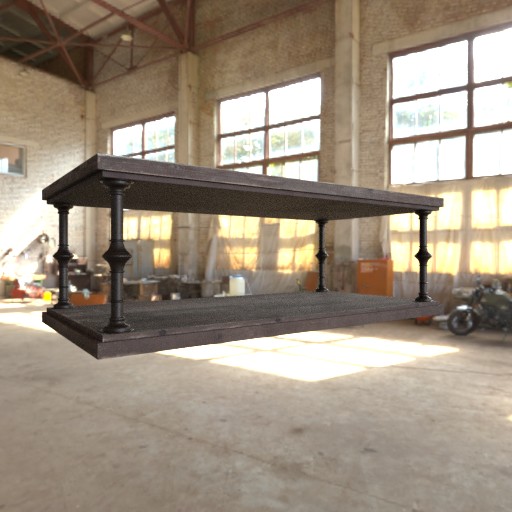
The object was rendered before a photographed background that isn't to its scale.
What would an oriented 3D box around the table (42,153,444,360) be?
[{"bbox_3d":[0.000,0.000,1.338,1.088,0.373,0.554,0,0,-35],"label":"table"}]
